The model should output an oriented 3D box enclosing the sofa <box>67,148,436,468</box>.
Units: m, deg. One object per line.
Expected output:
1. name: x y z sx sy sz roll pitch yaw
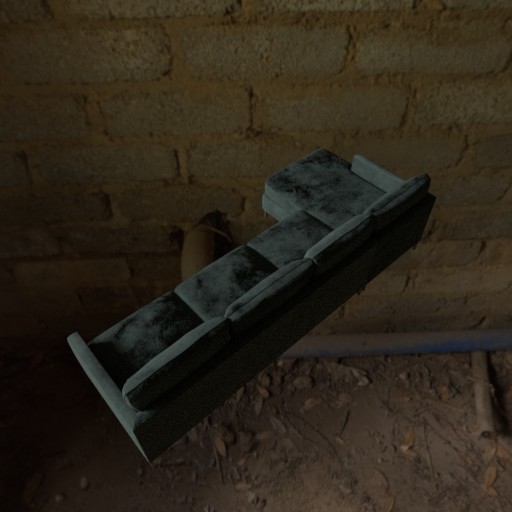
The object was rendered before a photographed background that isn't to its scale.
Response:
1. sofa: 0.000 0.000 4.038 3.400 0.967 1.500 -33 56 -27
